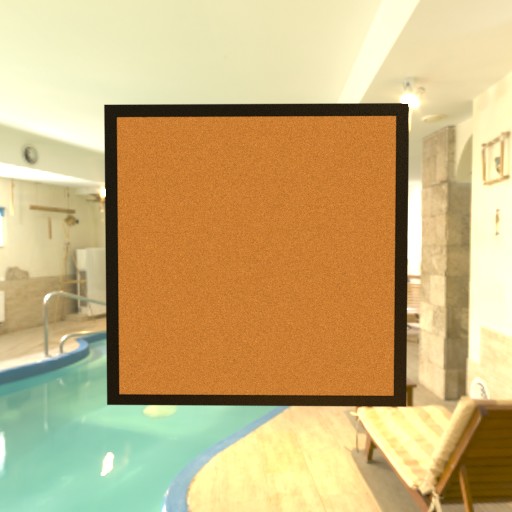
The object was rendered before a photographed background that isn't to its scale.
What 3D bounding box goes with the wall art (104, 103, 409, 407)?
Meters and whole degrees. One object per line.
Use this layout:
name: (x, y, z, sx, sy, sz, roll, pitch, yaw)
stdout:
wall art: (0.000, 0.000, 0.761, 0.506, 0.506, 0.038, 0, 2, 1)
